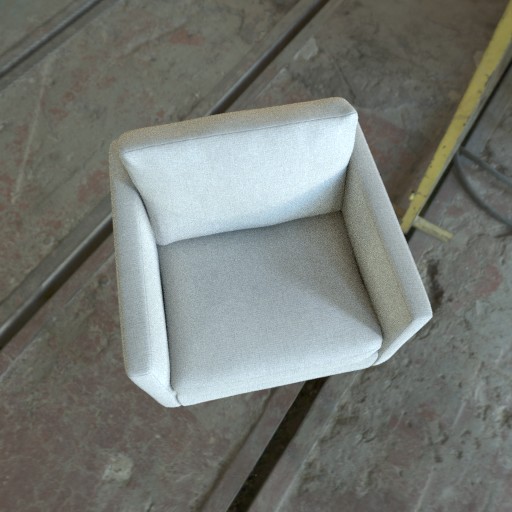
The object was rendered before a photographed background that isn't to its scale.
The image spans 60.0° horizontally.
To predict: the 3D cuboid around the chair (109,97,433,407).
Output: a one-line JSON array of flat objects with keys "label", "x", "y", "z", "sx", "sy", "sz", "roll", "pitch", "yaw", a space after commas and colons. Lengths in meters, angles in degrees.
[{"label": "chair", "x": 0.000, "y": 0.000, "z": 1.768, "sx": 0.996, "sy": 0.919, "sz": 0.959, "roll": -10, "pitch": 64, "yaw": -5}]
